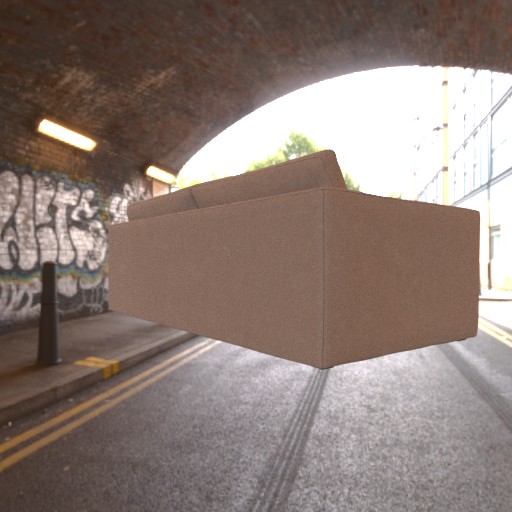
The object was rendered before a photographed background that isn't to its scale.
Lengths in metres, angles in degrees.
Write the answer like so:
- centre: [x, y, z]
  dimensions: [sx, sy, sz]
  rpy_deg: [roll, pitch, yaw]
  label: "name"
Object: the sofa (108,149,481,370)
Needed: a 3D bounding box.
- centre: [0.000, 0.000, 2.729]
  dimensions: [1.090, 0.838, 2.588]
  rpy_deg: [0, 0, -37]
  label: "sofa"
